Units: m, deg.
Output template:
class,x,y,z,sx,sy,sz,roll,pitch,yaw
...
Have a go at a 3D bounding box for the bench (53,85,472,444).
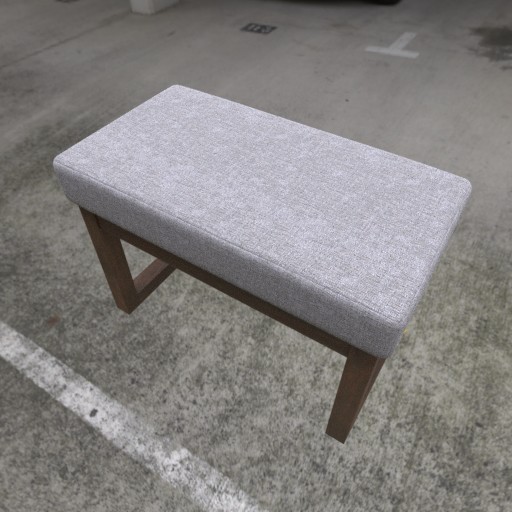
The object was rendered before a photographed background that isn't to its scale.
class,x,y,z,sx,sy,sz,roll,pitch,yaw
bench,0.000,0.000,0.956,0.681,0.467,0.366,25,52,22
